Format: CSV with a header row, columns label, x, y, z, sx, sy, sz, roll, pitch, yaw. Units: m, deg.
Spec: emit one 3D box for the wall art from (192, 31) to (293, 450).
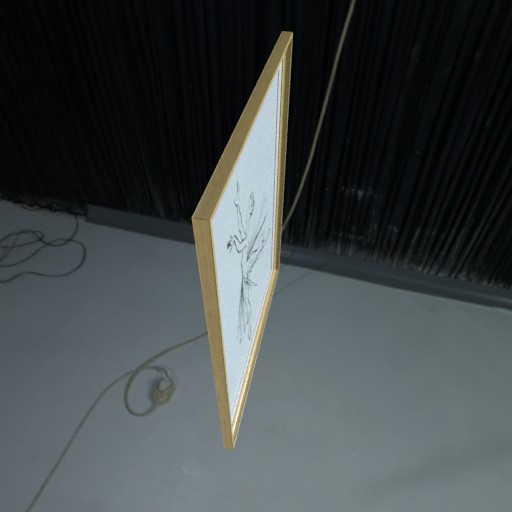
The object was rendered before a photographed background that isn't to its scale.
label,x,y,z,sx,sy,sz,roll,pitch,yaw
wall art,0.000,0.000,1.337,0.030,1.002,0.798,9,48,9
